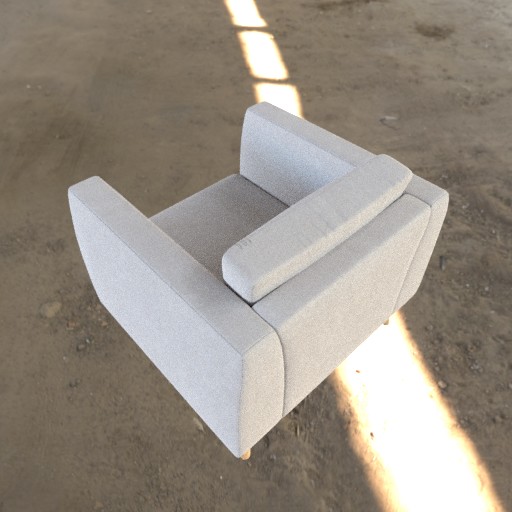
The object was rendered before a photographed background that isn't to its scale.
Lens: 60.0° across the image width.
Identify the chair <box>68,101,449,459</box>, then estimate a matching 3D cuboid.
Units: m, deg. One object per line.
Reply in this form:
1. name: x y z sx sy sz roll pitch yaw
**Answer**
1. chair: 0.000 0.000 1.706 1.000 0.860 0.930 -34 54 -28
